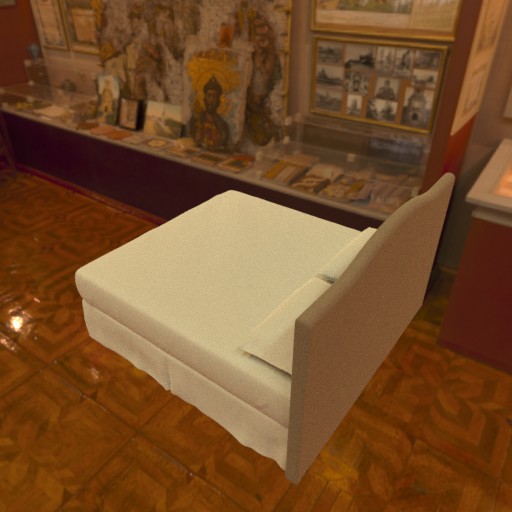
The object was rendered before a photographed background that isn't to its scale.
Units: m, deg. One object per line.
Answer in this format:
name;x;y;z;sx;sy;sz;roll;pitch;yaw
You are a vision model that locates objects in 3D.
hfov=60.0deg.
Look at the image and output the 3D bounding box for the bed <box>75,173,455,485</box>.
bed;0.000;0.000;3.486;2.182;1.421;2.083;22;39;30
